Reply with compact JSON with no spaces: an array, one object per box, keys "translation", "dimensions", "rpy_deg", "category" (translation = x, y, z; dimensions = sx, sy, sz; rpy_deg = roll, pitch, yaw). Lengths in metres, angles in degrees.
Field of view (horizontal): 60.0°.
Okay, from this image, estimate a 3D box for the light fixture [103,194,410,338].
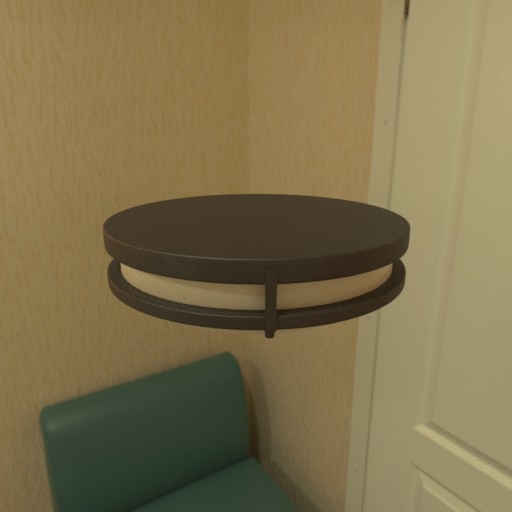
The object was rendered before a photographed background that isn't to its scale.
[{"translation":[0.000,0.000,0.552],"dimensions":[0.356,0.102,0.356],"rpy_deg":[0,17,0],"category":"light fixture"}]
